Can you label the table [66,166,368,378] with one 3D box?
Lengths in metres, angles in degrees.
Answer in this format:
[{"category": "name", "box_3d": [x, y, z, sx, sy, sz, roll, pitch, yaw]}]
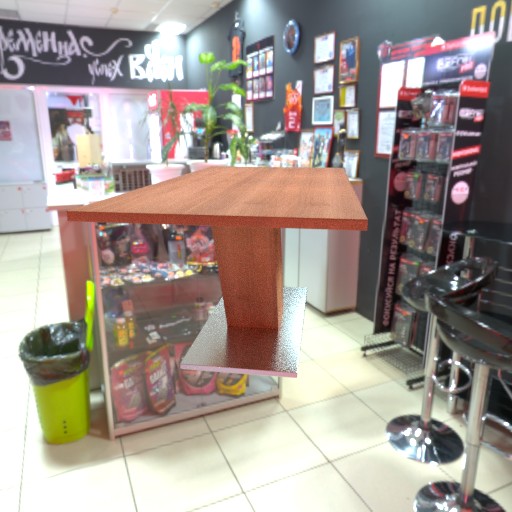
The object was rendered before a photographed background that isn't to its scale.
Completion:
[{"category": "table", "box_3d": [0.000, 0.000, 2.249, 0.900, 0.750, 1.800, 2, 16, 8]}]
